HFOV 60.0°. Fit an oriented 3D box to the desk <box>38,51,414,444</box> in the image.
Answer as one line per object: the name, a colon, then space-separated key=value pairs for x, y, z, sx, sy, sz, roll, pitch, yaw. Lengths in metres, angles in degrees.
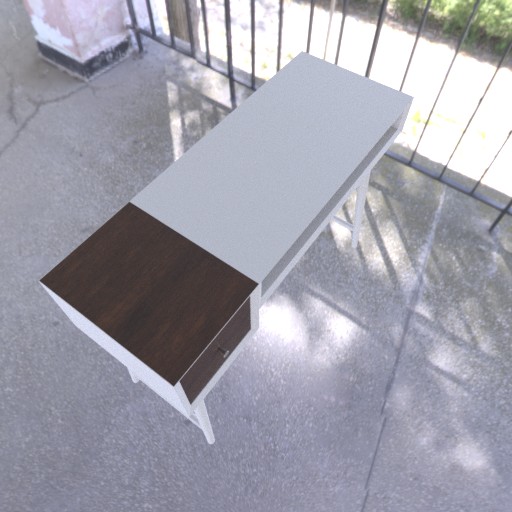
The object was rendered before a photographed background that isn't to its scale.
desk: x=0.000 y=0.000 z=1.466 sx=0.409 sy=0.761 sz=1.069 roll=31 pitch=62 yaw=19
